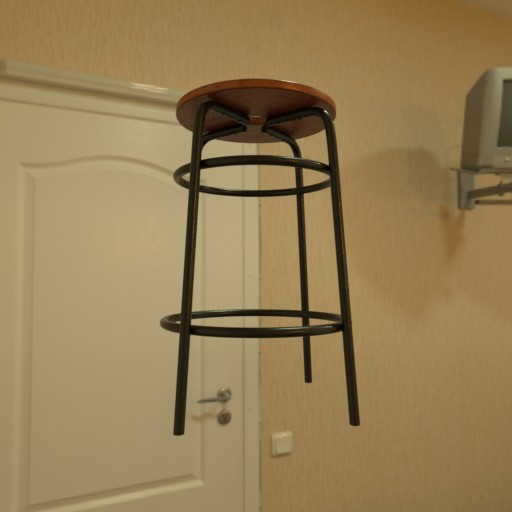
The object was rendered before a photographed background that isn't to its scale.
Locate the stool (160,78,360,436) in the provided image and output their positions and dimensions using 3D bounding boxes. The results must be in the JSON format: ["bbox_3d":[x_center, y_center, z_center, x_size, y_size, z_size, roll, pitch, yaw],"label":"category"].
[{"bbox_3d":[0.000,0.000,0.929,0.455,0.610,0.455,-2,-3,36],"label":"stool"}]
